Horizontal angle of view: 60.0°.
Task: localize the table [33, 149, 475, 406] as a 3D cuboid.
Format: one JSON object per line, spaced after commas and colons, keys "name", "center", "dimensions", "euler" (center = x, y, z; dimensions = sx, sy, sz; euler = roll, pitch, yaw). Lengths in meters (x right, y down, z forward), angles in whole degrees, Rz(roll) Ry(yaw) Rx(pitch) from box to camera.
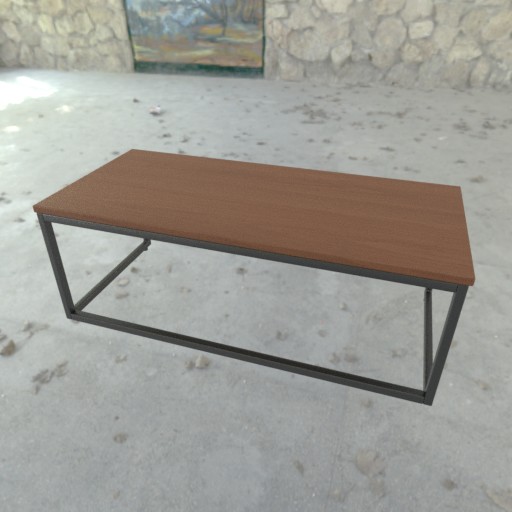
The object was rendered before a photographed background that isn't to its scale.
{"name": "table", "center": [0.000, 0.000, 1.349], "dimensions": [1.100, 0.400, 0.500], "euler": [10, 33, 15]}
